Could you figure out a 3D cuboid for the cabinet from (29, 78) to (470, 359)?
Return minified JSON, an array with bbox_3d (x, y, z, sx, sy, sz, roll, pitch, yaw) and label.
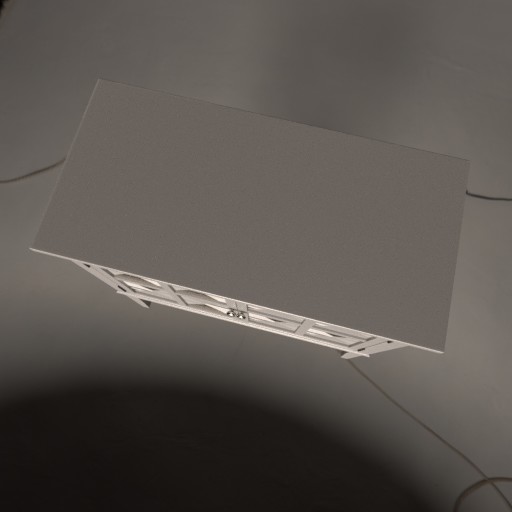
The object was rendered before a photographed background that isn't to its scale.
[{"bbox_3d":[0.000,0.000,1.253,0.801,0.780,0.396,14,75,4],"label":"cabinet"}]
